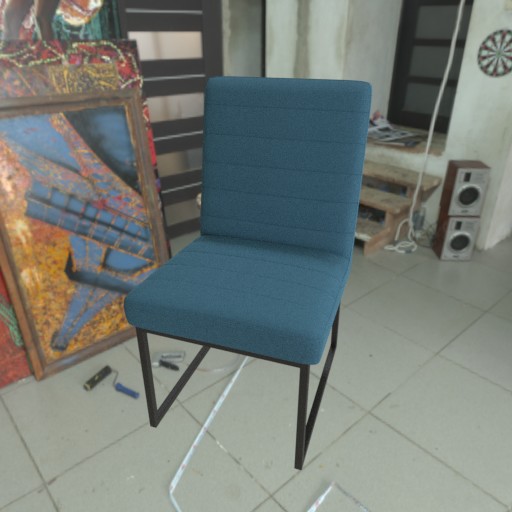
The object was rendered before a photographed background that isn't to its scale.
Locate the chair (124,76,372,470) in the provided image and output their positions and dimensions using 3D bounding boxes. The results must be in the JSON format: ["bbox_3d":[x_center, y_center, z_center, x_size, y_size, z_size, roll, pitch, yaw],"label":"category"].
[{"bbox_3d":[0.000,0.000,1.298,0.520,0.930,0.634,9,28,17],"label":"chair"}]
